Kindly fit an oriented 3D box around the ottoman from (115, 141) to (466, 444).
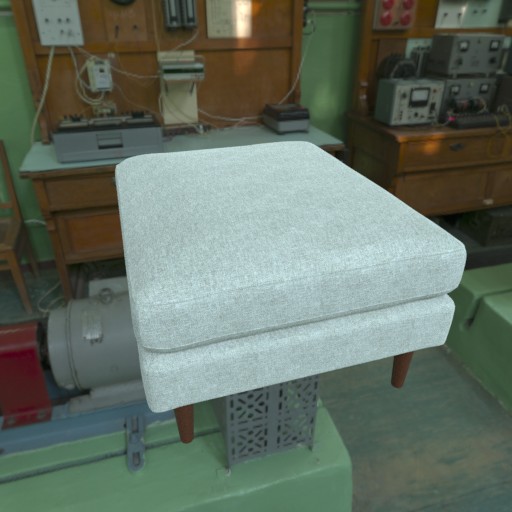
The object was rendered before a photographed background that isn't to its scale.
[{"bbox_3d":[0.000,0.000,1.244,0.693,0.474,0.821,-9,31,-15],"label":"ottoman"}]
